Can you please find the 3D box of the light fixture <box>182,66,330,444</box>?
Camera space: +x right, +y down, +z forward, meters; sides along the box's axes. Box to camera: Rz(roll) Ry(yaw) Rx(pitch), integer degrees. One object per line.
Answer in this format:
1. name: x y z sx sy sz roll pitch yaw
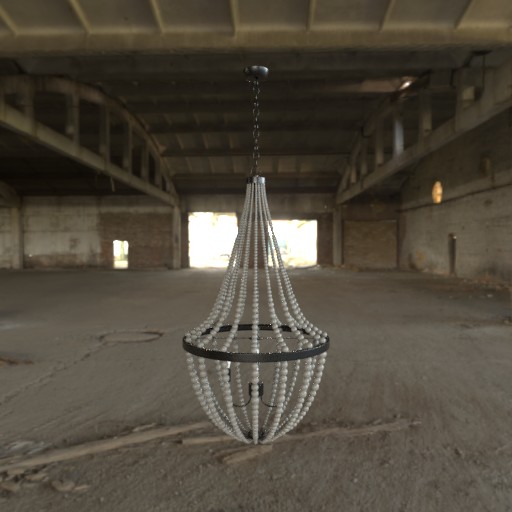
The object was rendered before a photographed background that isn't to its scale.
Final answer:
1. light fixture: 0.000 0.000 1.369 0.450 1.133 0.450 0 1 0
